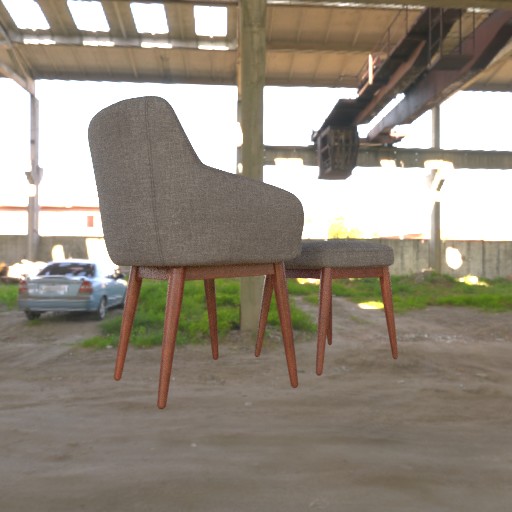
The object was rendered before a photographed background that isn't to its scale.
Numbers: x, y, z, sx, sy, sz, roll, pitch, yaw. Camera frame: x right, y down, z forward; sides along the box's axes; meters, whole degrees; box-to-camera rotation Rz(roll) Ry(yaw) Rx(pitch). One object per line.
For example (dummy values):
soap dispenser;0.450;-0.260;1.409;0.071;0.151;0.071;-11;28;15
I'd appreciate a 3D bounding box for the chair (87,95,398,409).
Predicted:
chair;0.000;0.000;1.541;1.107;0.799;0.584;0;0;-36
